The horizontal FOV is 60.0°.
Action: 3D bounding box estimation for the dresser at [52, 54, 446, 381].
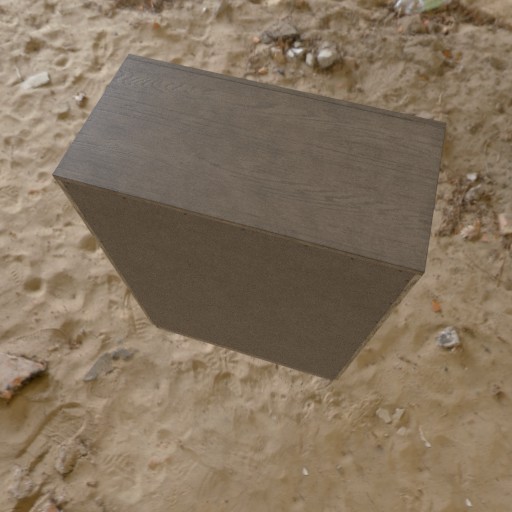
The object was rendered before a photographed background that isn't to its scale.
[{"bbox_3d":[0.000,0.000,1.774,0.967,1.295,0.483,15,64,8],"label":"dresser"}]
